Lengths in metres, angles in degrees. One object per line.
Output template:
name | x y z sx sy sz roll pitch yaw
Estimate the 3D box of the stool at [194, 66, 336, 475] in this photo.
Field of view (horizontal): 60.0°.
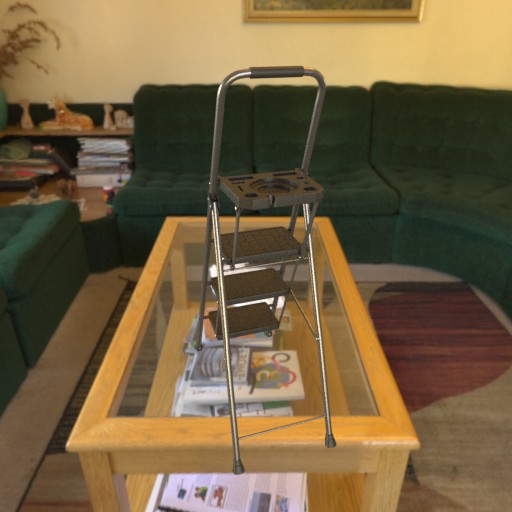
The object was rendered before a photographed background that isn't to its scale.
stool | 0.000 0.000 1.588 0.396 1.277 0.733 -9 29 -16
